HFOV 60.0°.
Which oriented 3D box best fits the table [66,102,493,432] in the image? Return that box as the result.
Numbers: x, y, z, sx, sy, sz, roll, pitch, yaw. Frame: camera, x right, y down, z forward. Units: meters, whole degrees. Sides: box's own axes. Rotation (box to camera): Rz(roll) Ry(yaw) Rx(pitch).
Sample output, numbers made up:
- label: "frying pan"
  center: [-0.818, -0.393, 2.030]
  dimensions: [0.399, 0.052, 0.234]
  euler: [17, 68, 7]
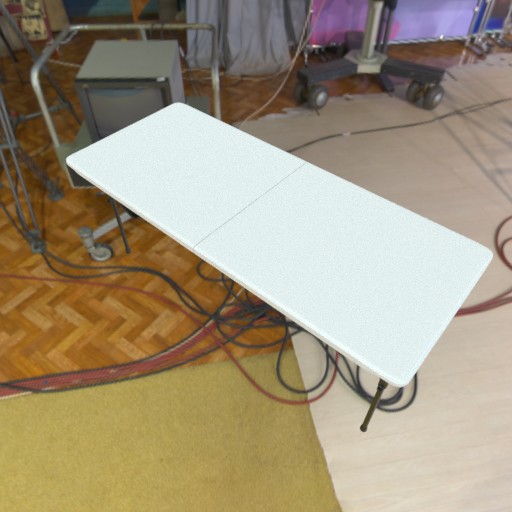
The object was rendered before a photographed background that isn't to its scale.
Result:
- label: "table"
  center: [0.000, 0.000, 2.199]
  dimensions: [1.829, 0.719, 0.761]
  euler: [32, 55, 26]
